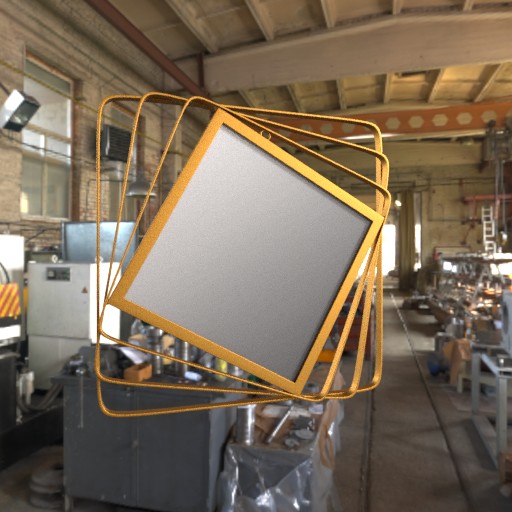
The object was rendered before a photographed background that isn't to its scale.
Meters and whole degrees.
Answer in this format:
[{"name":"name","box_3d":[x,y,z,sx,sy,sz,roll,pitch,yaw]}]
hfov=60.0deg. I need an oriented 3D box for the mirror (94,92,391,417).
[{"name":"mirror","box_3d":[0.000,0.000,0.686,0.470,0.468,0.045,0,0,-18]}]
